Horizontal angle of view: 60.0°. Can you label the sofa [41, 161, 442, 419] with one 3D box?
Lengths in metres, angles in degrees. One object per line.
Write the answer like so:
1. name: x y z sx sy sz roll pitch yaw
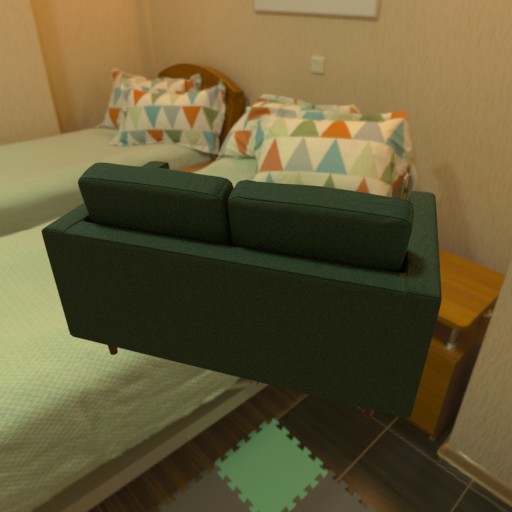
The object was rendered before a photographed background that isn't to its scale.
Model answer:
1. sofa: 0.000 0.000 1.960 1.430 0.899 0.879 9 32 15
